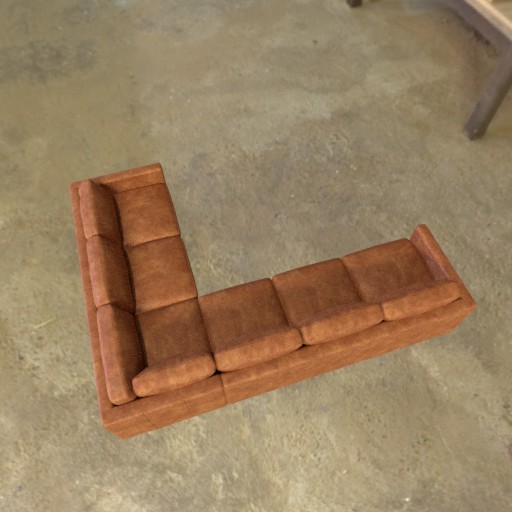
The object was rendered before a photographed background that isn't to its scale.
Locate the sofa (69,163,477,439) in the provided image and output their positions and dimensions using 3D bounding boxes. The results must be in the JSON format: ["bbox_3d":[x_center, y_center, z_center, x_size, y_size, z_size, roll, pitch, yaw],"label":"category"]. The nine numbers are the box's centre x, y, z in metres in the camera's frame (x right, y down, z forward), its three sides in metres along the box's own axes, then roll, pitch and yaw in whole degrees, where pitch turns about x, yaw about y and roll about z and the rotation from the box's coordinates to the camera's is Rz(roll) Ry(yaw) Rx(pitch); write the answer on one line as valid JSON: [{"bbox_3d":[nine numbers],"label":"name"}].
[{"bbox_3d":[0.000,0.000,4.299,3.167,0.838,2.438,-15,60,-9],"label":"sofa"}]
